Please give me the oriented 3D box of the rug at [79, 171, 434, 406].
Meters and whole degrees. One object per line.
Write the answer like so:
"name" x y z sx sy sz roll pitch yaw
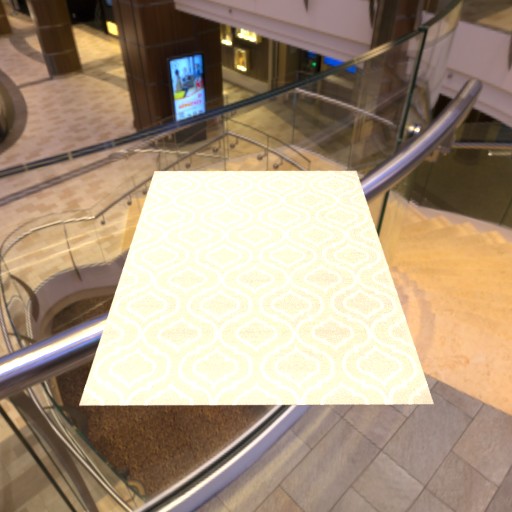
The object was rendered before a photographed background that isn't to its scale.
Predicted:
"rug" 0.000 0.000 3.937 2.283 0.006 2.892 0 42 0
